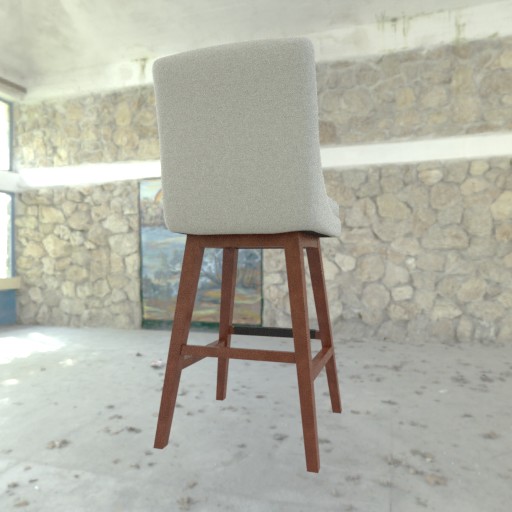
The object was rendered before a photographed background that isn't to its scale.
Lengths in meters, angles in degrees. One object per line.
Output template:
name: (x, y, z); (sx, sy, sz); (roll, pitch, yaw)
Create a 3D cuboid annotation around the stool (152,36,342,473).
stool: (0.000, 0.000, 1.390); (0.470, 1.092, 0.559); (0, 0, 18)
